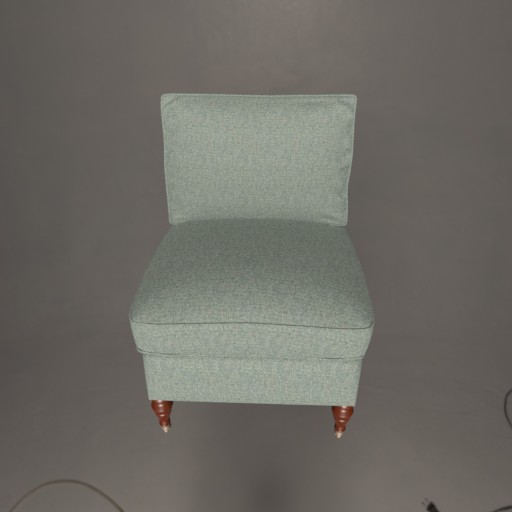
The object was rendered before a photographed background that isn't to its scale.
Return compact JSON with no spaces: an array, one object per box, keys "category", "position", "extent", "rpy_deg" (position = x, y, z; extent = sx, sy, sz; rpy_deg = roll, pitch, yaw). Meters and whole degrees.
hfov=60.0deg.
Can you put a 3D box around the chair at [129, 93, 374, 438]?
[{"category":"chair","position":[0.000,0.000,1.404],"extent":[0.624,0.901,0.796],"rpy_deg":[1,31,2]}]
